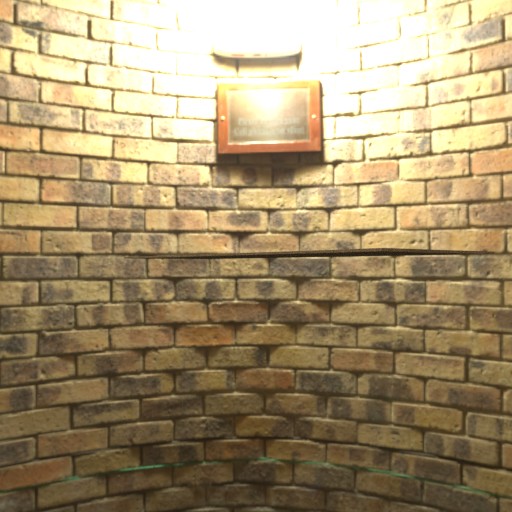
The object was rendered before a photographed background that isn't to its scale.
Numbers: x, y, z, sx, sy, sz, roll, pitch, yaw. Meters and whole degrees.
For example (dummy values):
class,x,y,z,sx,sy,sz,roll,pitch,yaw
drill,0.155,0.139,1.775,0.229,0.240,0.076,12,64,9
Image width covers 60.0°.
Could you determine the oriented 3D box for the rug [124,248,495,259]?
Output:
class,x,y,z,sx,sy,sz,roll,pitch,yaw
rug,0.000,0.000,2.650,0.750,0.011,2.435,1,-1,-36
